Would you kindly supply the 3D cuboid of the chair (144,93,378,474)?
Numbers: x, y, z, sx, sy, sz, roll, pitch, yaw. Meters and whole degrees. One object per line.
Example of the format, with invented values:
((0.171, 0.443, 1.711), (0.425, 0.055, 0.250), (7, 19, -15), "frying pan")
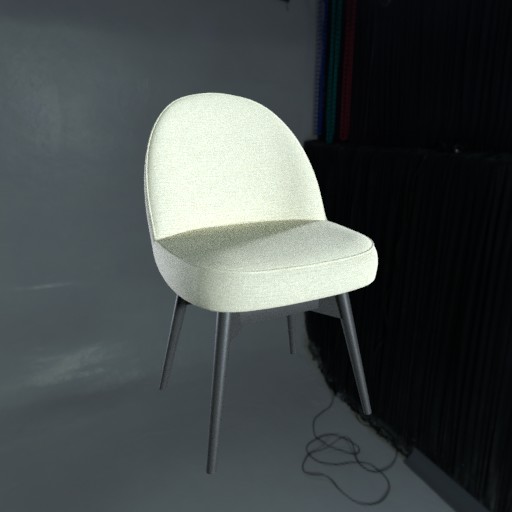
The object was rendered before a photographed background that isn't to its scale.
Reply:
((0.000, 0.000, 1.166), (0.532, 0.838, 0.540), (-8, 18, -27), "chair")
